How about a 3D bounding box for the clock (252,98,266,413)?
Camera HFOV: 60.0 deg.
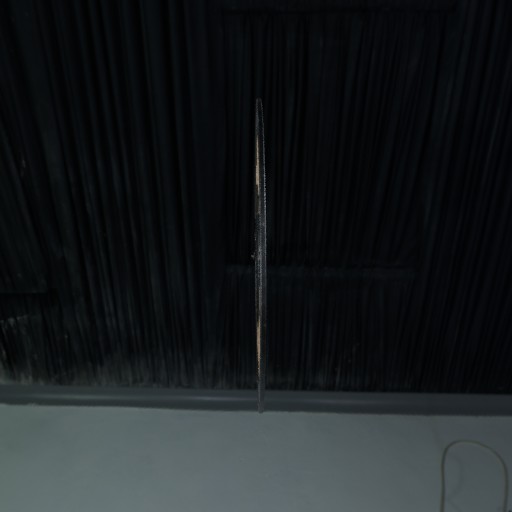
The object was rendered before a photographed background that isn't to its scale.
[{"bbox_3d":[0.000,0.000,1.259,0.025,0.843,0.843,0,27,-1],"label":"clock"}]
